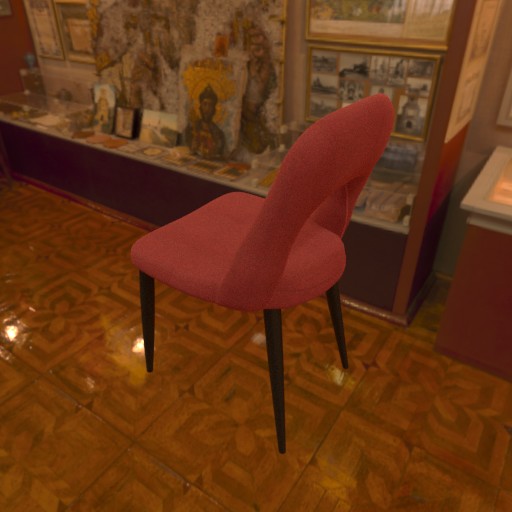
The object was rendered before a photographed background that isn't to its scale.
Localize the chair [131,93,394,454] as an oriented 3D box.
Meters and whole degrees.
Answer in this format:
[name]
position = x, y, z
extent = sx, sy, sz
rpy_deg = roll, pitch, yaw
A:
[chair]
position = 0.000, 0.000, 1.214
extent = 0.569, 0.892, 0.483
rpy_deg = 21, 38, 30
